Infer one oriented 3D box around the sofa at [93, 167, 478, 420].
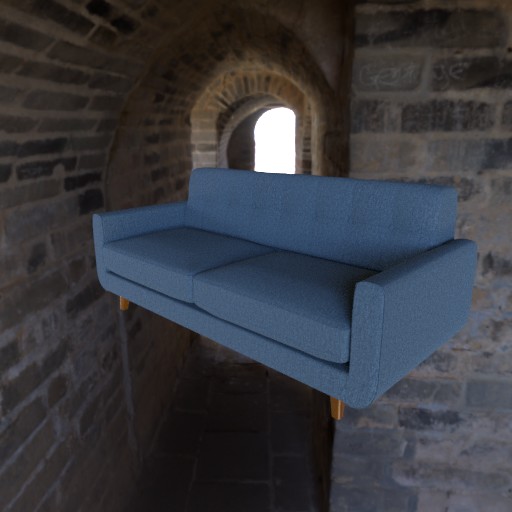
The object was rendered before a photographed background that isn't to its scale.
[{"bbox_3d":[0.000,0.000,2.505,2.055,0.884,0.942,14,21,42],"label":"sofa"}]
